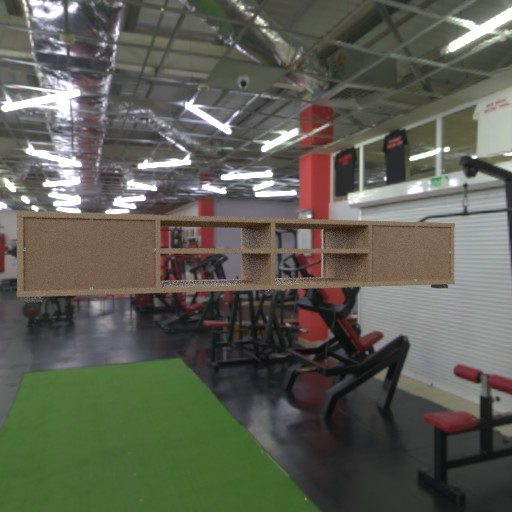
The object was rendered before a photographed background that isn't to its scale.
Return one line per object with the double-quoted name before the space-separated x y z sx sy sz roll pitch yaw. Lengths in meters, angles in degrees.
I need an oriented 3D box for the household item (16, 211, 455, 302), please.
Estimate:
"household item" 0.000 0.000 1.992 1.850 0.310 0.420 0 1 -19
